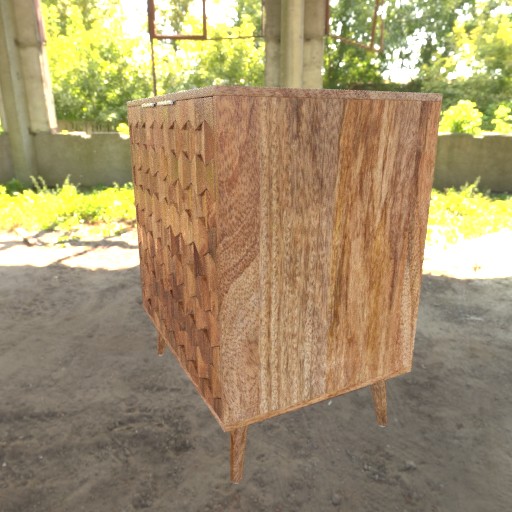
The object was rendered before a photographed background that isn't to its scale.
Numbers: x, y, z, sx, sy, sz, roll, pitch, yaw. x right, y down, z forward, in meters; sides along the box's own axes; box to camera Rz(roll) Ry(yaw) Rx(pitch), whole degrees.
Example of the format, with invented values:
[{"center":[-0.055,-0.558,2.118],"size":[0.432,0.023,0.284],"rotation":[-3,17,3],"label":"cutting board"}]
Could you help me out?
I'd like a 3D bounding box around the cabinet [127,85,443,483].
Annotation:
[{"center":[0.000,0.000,1.129],"size":[0.473,0.758,0.647],"rotation":[-8,19,-26],"label":"cabinet"}]
